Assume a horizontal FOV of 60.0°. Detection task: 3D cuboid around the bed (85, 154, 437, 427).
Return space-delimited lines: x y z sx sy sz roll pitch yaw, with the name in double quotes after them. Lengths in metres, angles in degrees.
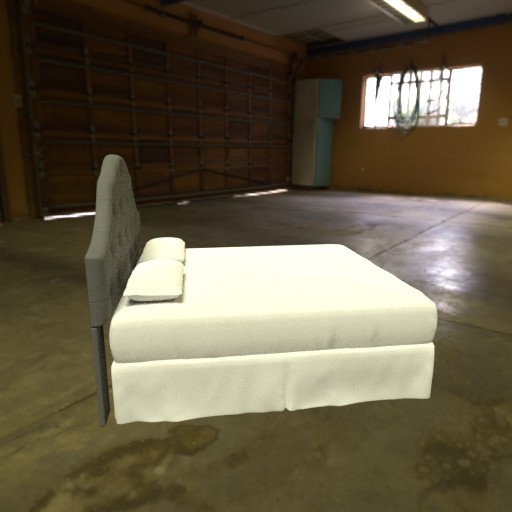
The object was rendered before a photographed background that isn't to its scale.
0.000 0.000 3.615 2.214 1.615 2.008 -2 14 -8 "bed"
